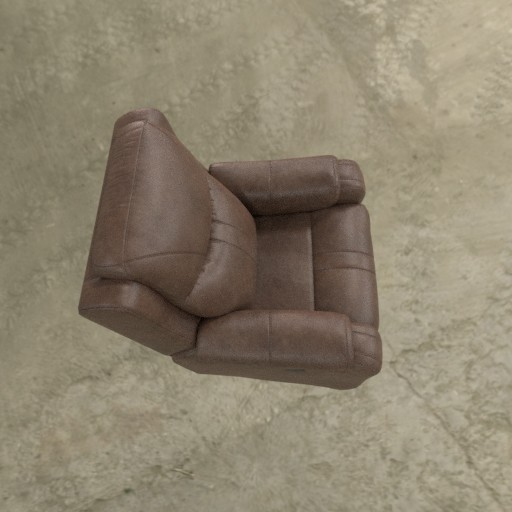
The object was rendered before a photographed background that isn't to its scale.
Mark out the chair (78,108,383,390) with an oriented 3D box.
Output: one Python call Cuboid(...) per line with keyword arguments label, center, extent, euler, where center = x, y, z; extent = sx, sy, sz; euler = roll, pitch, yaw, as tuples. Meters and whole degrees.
Cuboid(label="chair", center=(0.000, 0.000, 1.800), extent=(1.067, 0.990, 0.940), euler=(1, 64, 0))
